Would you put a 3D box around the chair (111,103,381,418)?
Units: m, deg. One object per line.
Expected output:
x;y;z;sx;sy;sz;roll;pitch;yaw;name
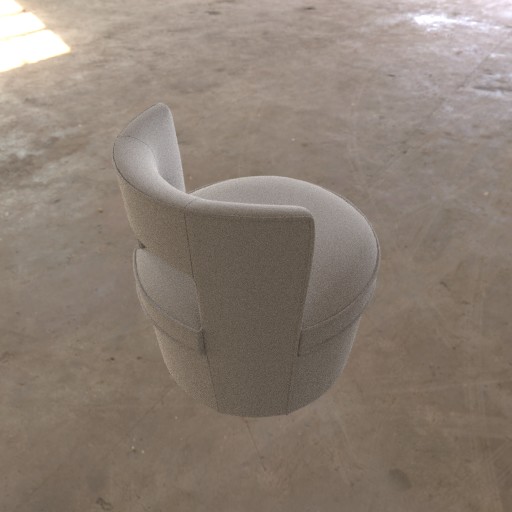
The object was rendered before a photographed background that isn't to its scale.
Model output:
0.000;0.000;1.225;0.665;0.723;0.650;-25;47;-26;chair
